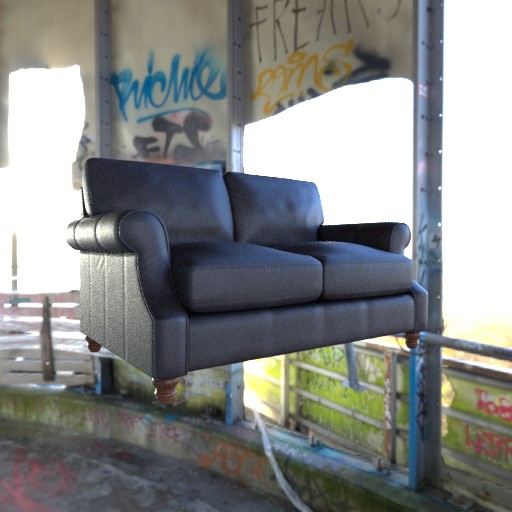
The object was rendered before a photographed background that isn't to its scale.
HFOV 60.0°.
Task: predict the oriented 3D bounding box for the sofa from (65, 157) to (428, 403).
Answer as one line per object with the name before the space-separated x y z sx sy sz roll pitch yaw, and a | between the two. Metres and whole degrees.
sofa | 0.000 0.000 2.303 1.663 0.979 1.030 -1 2 -35
